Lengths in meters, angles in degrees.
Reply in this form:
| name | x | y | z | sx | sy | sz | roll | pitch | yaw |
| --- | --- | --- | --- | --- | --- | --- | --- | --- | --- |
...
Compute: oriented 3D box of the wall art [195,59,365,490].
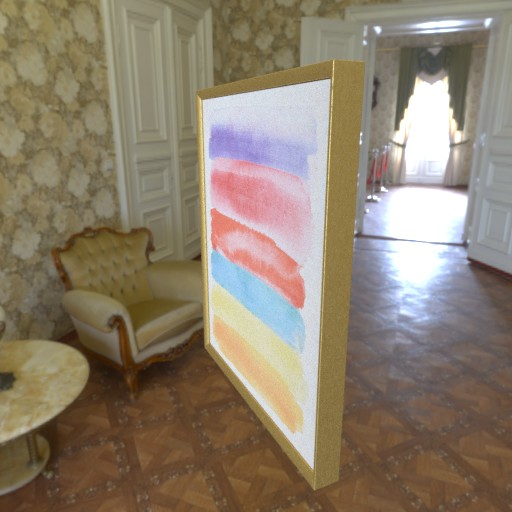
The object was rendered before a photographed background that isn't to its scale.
| name | x | y | z | sx | sy | sz | roll | pitch | yaw |
| --- | --- | --- | --- | --- | --- | --- | --- | --- | --- |
| wall art | 0.000 | 0.000 | 0.867 | 0.048 | 0.642 | 0.537 | -8 | 18 | -24 |
